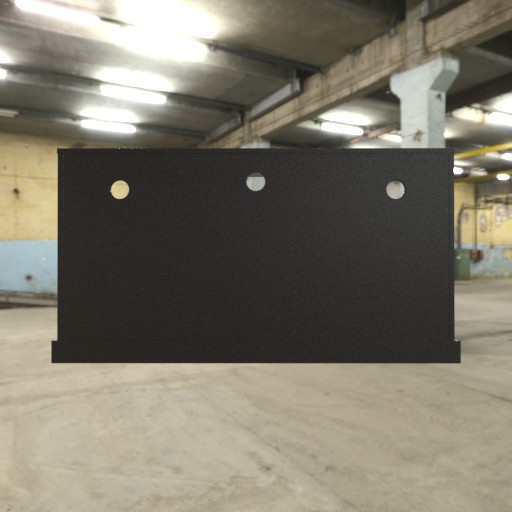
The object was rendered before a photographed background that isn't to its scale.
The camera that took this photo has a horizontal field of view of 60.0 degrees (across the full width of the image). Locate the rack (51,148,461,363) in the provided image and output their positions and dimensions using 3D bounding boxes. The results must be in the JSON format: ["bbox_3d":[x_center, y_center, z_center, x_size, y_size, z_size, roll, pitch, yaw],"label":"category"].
[{"bbox_3d":[0.000,0.000,1.507,1.206,0.635,0.399,0,0,0],"label":"rack"}]
